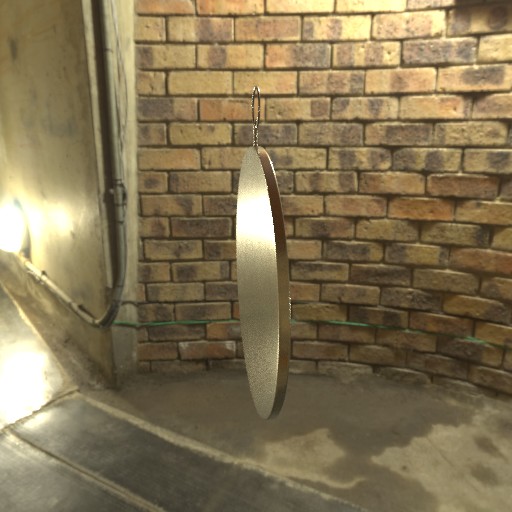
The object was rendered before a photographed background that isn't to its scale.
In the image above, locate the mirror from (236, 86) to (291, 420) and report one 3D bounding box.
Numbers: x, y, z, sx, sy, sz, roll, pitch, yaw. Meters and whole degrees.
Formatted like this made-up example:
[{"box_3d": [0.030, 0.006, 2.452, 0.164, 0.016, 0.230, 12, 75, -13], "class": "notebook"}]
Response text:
[{"box_3d": [0.000, 0.000, 0.991, 0.020, 0.713, 0.594, -2, 16, -9], "class": "mirror"}]
